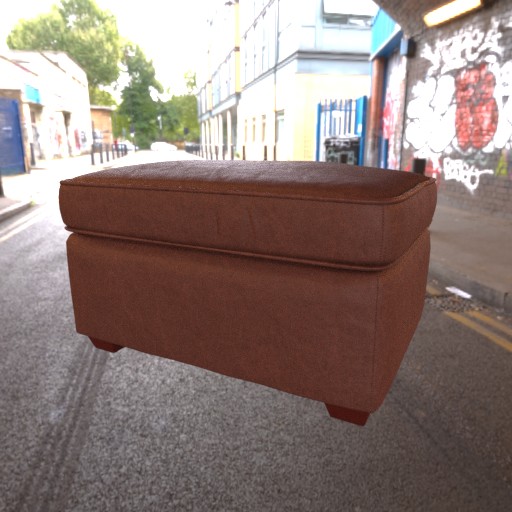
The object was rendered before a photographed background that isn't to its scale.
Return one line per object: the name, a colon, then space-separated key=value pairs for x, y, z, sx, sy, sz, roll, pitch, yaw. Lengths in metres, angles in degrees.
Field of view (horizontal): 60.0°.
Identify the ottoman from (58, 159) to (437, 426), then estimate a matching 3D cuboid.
ottoman: x=0.000 y=0.000 z=1.067 sx=0.749 sy=0.449 sz=0.548 roll=8 pitch=16 yaw=27
